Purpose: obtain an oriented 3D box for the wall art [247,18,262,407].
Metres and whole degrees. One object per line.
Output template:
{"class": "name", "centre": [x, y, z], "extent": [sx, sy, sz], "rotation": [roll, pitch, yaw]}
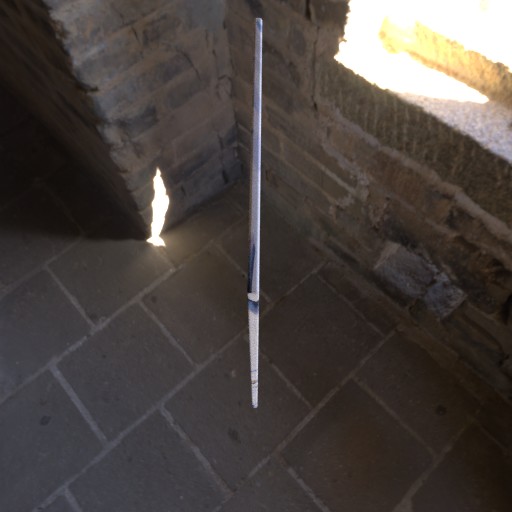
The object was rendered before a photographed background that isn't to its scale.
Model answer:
{"class": "wall art", "centre": [0.000, 0.000, 1.158], "extent": [0.016, 0.914, 0.610], "rotation": [1, 62, 0]}
